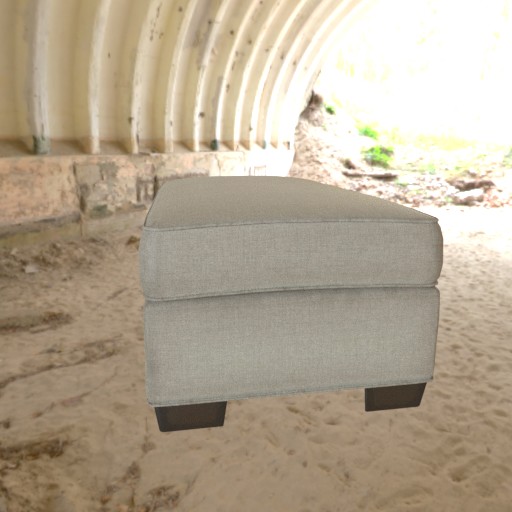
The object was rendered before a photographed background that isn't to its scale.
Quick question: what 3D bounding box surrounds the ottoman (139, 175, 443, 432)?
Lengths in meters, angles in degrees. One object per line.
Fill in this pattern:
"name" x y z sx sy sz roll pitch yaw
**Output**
"ottoman" 0.000 0.000 1.394 0.617 0.461 1.097 -2 14 -9
